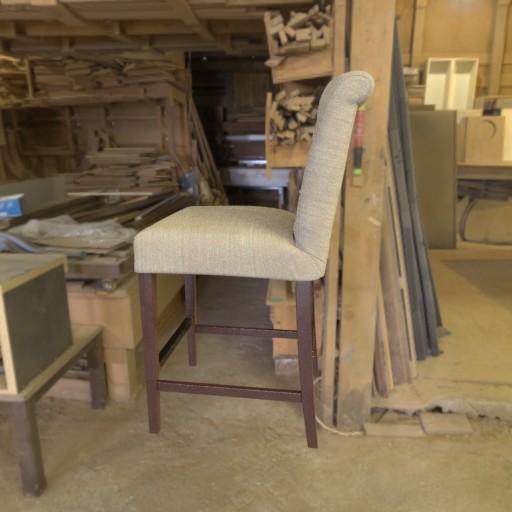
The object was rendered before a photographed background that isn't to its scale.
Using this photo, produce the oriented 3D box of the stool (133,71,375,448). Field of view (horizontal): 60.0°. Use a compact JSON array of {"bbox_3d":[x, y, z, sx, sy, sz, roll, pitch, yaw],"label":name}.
[{"bbox_3d":[0.000,0.000,1.466,0.660,1.084,0.486,2,15,8],"label":"stool"}]
